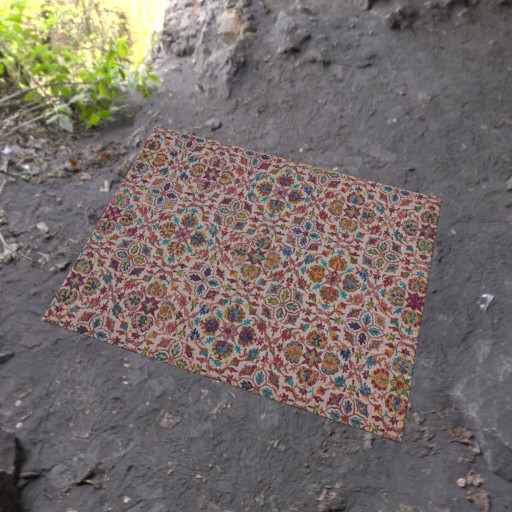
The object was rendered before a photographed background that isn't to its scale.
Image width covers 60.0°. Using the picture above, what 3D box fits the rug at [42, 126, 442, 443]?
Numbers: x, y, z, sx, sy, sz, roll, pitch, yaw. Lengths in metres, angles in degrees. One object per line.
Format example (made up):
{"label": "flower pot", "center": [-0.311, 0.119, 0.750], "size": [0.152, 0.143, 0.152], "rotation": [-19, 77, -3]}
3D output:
{"label": "rug", "center": [0.000, 0.000, 4.248], "size": [3.215, 0.020, 2.446], "rotation": [16, 63, 8]}
